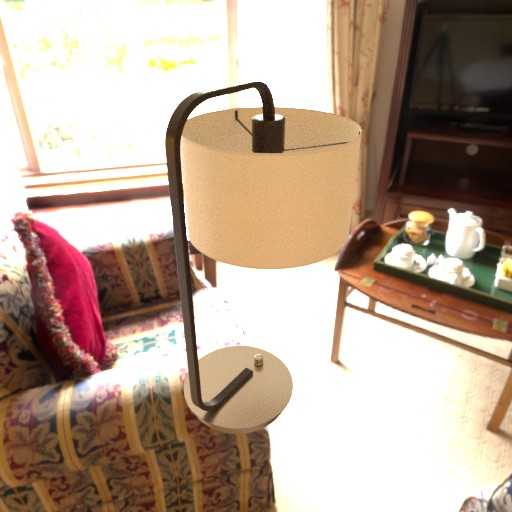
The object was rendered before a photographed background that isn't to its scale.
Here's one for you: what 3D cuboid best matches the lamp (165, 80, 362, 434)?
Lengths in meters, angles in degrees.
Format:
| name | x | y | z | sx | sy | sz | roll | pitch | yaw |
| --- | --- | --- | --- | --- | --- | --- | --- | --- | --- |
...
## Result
| name | x | y | z | sx | sy | sz | roll | pitch | yaw |
| --- | --- | --- | --- | --- | --- | --- | --- | --- | --- |
| lamp | 0.000 | 0.000 | 0.633 | 0.230 | 0.473 | 0.288 | 20 | 36 | 31 |
